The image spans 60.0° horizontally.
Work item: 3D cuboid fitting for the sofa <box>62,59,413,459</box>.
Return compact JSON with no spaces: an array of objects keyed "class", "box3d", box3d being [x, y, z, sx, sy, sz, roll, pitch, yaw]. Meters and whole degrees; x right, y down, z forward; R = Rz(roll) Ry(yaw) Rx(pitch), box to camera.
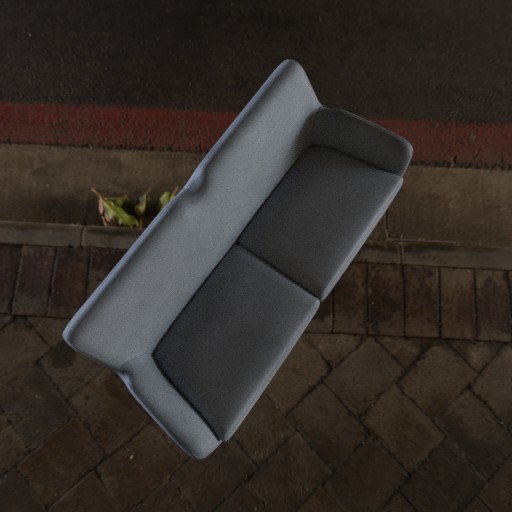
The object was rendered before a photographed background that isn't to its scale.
[{"class":"sofa","box3d":[0.000,0.000,2.320,0.850,0.810,1.870,35,78,8]}]
